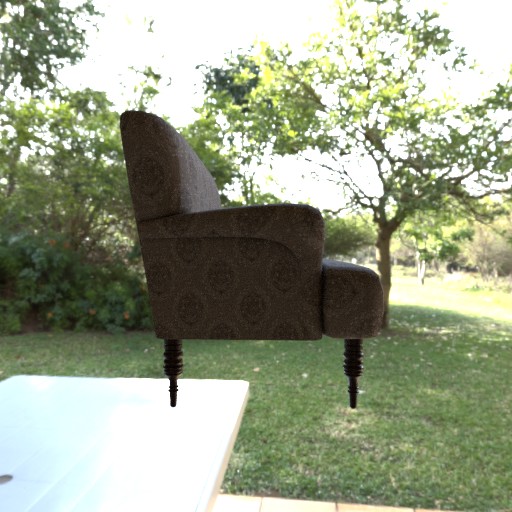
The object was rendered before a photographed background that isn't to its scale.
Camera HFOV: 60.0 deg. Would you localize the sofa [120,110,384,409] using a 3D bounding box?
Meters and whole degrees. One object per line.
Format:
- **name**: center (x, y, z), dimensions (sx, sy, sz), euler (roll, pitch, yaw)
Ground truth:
- **sofa**: center (0.000, 0.000, 1.860), dimensions (0.779, 0.889, 1.297), euler (0, 1, 1)
